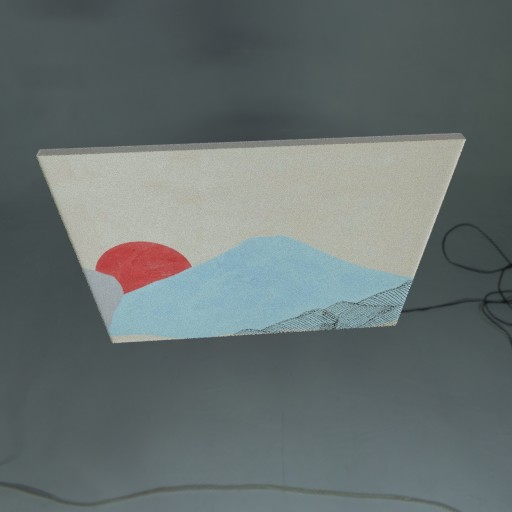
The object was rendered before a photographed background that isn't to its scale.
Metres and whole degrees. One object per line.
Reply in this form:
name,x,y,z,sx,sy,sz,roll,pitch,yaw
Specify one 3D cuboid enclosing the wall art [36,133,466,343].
wall art,0.000,0.000,1.592,1.219,0.912,0.042,-3,45,-3
